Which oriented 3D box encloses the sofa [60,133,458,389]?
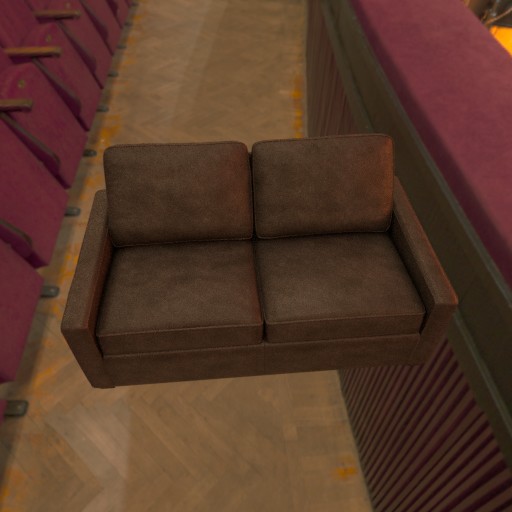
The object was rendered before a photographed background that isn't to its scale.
[{"bbox_3d":[0.000,0.000,2.276,1.732,0.916,0.939,-3,47,-3],"label":"sofa"}]
